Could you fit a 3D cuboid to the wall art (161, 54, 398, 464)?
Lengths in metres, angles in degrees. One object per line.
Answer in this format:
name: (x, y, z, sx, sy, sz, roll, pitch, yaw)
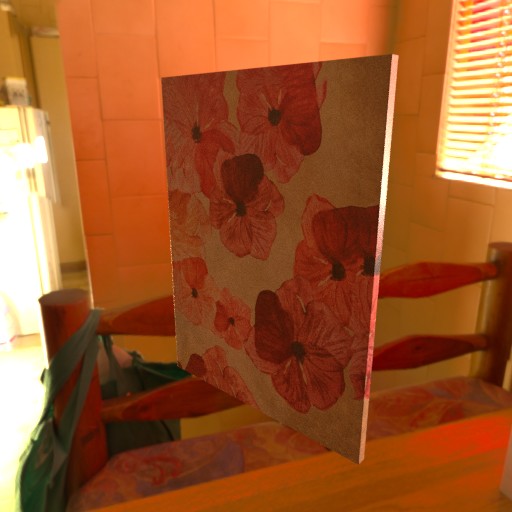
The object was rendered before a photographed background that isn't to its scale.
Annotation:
wall art: (0.000, 0.000, 1.296, 0.762, 1.015, 0.031, 14, 22, 39)
